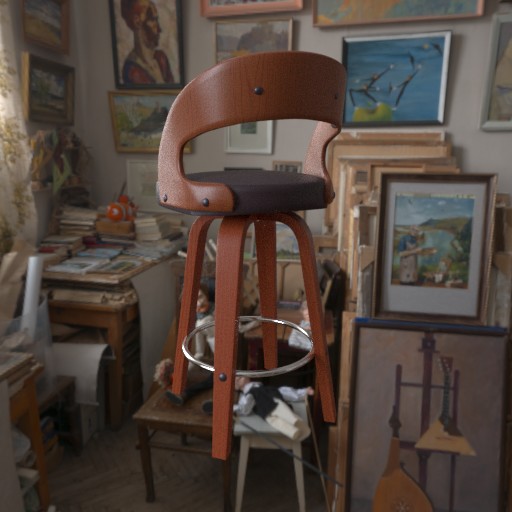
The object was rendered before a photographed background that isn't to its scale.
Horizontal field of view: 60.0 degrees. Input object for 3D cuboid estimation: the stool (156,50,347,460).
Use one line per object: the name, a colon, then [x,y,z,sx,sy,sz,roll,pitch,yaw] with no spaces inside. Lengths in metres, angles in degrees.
stool: [0.000,0.000,1.193,0.457,0.940,0.457,-7,15,-27]
